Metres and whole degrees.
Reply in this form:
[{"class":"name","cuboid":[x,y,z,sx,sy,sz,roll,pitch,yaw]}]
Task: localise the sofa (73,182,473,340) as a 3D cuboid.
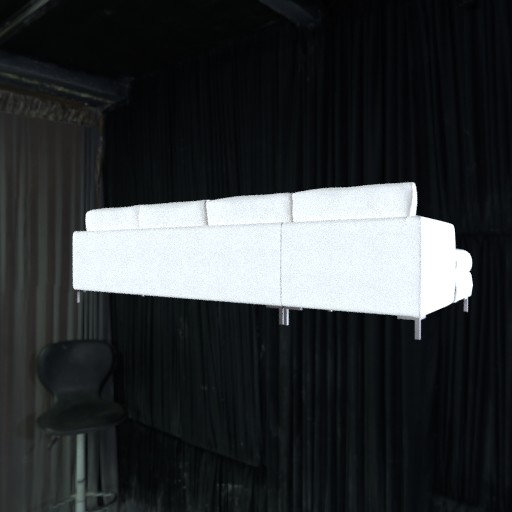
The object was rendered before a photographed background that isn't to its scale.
[{"class":"sofa","cuboid":[0.000,0.000,3.810,3.186,0.875,1.467,0,1,35]}]
